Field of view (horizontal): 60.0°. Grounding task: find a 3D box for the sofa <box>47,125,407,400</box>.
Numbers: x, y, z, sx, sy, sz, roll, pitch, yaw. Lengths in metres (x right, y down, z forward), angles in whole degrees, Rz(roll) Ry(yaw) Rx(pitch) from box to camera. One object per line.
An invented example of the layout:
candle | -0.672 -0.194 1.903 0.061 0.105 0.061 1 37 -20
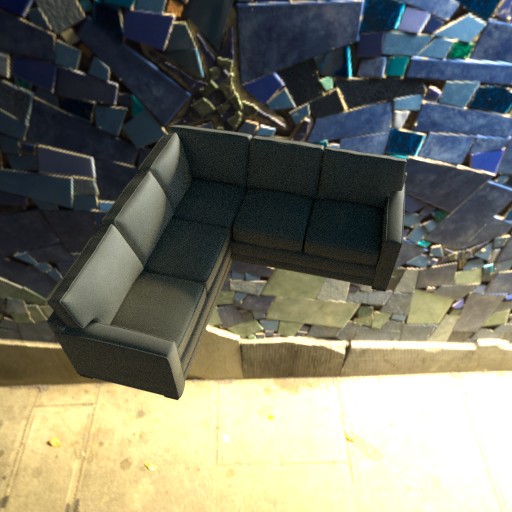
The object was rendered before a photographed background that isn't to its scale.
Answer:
sofa | 0.000 0.000 3.498 2.211 0.936 2.188 10 48 9
